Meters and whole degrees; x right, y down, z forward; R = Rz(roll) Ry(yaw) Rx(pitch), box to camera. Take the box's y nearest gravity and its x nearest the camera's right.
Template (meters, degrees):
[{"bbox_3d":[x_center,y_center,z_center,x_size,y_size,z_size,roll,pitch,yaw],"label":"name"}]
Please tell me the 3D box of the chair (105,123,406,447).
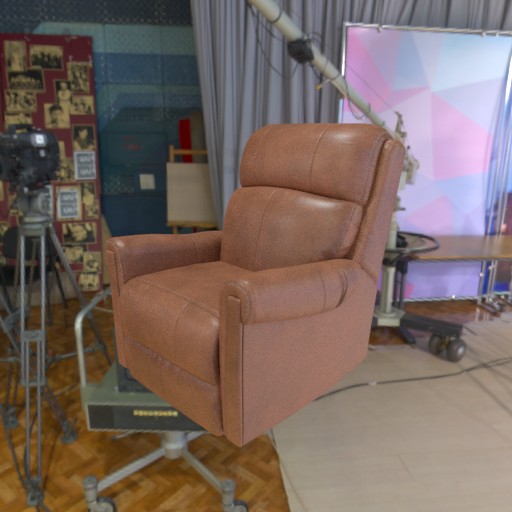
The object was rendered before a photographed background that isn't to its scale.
[{"bbox_3d":[0.000,0.000,1.830,0.838,1.054,1.014,15,22,42],"label":"chair"}]
